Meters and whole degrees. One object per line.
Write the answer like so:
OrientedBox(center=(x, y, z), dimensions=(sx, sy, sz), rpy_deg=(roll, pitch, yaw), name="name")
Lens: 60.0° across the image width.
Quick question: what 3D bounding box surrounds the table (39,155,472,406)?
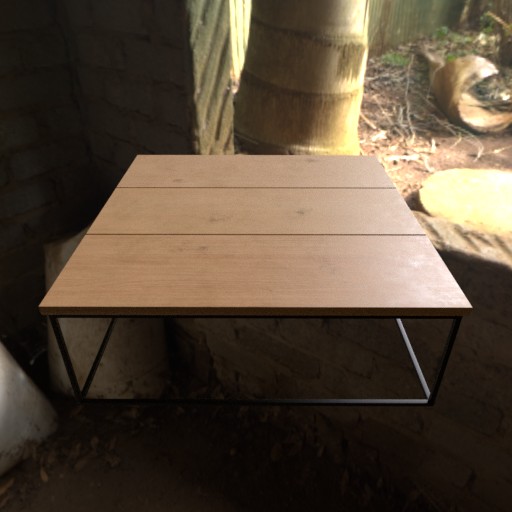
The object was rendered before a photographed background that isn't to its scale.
OrientedBox(center=(0.000, 0.000, 1.693), dimensions=(1.100, 0.400, 1.100), rpy_deg=(0, 33, 0), name="table")
